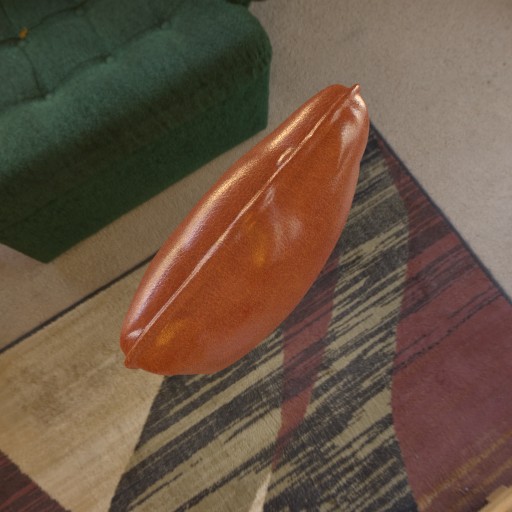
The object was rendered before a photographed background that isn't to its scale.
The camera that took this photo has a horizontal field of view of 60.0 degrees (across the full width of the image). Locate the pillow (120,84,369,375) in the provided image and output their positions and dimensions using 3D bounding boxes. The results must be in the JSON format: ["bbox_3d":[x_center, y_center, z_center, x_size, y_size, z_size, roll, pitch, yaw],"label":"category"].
[{"bbox_3d":[0.000,0.000,0.845,0.236,0.523,0.532,38,79,8],"label":"pillow"}]
